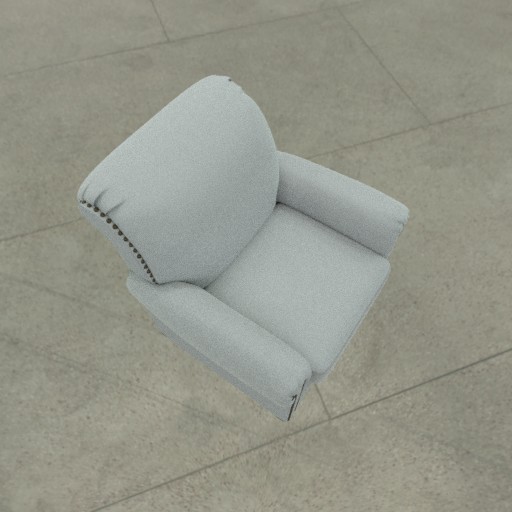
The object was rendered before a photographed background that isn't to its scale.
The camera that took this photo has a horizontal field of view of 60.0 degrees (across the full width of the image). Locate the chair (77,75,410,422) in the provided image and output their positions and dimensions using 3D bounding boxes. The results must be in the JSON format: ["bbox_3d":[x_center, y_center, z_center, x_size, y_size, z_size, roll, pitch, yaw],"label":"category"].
[{"bbox_3d":[0.000,0.000,1.649,0.890,0.927,0.854,31,64,17],"label":"chair"}]
